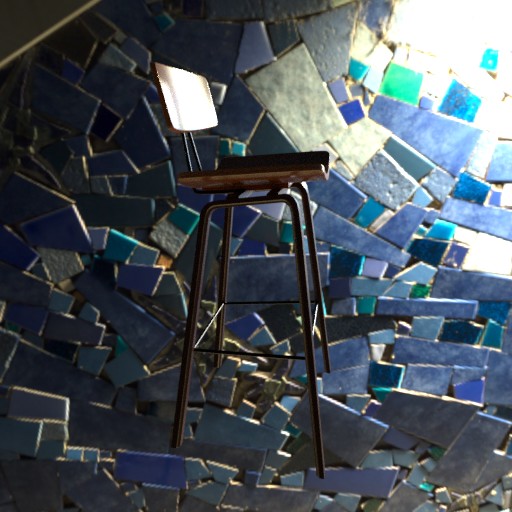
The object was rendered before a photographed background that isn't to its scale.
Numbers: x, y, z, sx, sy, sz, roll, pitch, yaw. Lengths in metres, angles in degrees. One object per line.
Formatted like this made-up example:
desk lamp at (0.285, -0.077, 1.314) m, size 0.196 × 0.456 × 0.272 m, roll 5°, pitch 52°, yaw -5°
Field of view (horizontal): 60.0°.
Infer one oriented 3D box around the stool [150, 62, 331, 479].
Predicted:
stool at (0.000, 0.000, 1.224) m, size 0.440 × 0.969 × 0.509 m, roll 3°, pitch 18°, yaw 10°
